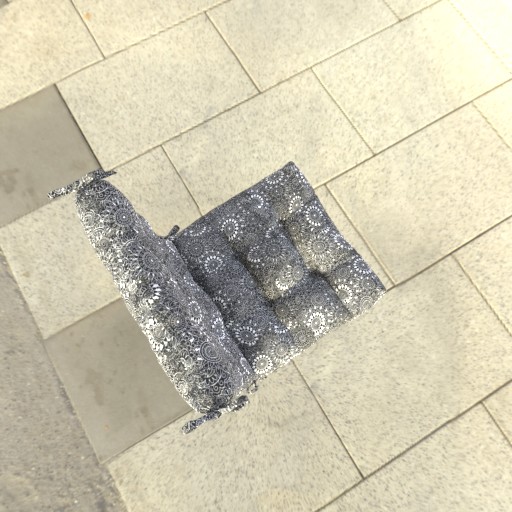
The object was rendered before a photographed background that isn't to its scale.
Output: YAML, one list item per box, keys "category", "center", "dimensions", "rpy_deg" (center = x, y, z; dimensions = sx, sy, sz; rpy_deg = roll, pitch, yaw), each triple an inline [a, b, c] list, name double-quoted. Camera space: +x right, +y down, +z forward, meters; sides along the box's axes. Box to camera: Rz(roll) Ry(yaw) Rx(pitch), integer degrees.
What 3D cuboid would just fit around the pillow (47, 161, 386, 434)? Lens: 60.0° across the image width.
- category: "pillow"
  center: [0.000, 0.000, 1.024]
  dimensions: [0.571, 0.605, 0.519]
  rpy_deg: [-32, 78, -8]
